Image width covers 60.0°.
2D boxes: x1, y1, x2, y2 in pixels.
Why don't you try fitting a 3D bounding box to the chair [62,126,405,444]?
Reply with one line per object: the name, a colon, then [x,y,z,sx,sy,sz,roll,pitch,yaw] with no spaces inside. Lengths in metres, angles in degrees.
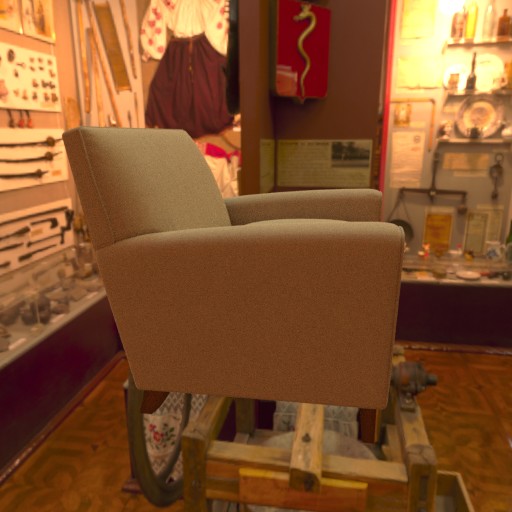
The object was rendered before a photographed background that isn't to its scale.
chair: [0.000,0.000,1.523,0.871,0.846,0.840,3,15,11]
